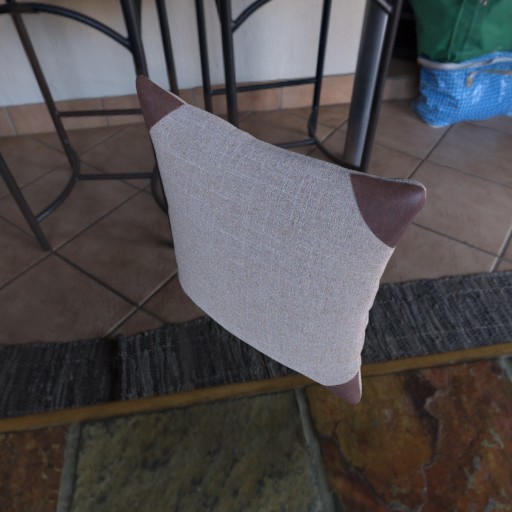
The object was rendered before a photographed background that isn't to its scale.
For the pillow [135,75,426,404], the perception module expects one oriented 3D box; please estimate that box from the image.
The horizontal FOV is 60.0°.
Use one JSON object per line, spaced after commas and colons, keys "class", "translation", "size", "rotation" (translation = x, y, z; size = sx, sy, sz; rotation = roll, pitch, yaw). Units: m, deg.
{"class": "pillow", "translation": [0.000, 0.000, 0.685], "size": [0.437, 0.448, 0.147], "rotation": [29, 52, 25]}
